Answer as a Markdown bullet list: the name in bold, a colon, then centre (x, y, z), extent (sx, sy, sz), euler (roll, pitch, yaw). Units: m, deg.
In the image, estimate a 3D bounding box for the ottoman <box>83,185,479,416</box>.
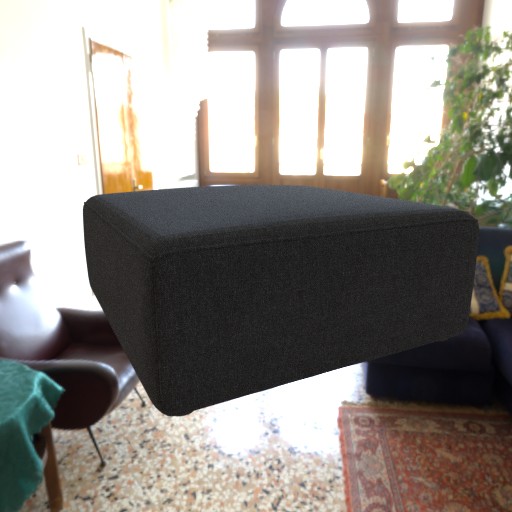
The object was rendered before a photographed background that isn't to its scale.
- **ottoman**: centre (0.000, 0.000, 1.522), extent (1.000, 0.439, 1.000), euler (-7, 16, -27)
